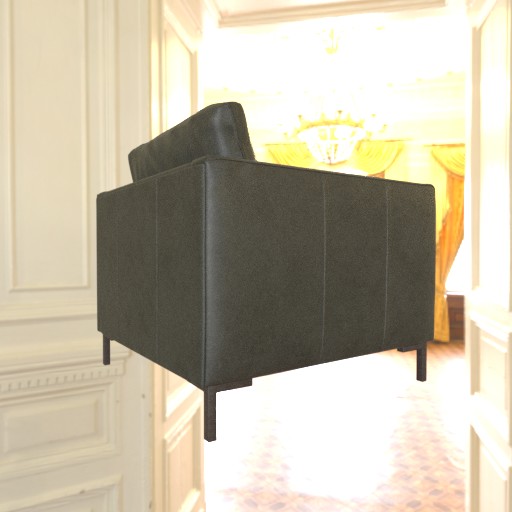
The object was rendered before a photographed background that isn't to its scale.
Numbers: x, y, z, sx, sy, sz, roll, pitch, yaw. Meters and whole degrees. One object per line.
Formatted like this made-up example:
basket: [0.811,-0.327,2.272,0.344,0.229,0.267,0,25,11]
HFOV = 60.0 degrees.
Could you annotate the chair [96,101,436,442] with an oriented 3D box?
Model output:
chair: [0.000,0.000,1.500,0.861,0.824,0.967,-1,1,-35]
